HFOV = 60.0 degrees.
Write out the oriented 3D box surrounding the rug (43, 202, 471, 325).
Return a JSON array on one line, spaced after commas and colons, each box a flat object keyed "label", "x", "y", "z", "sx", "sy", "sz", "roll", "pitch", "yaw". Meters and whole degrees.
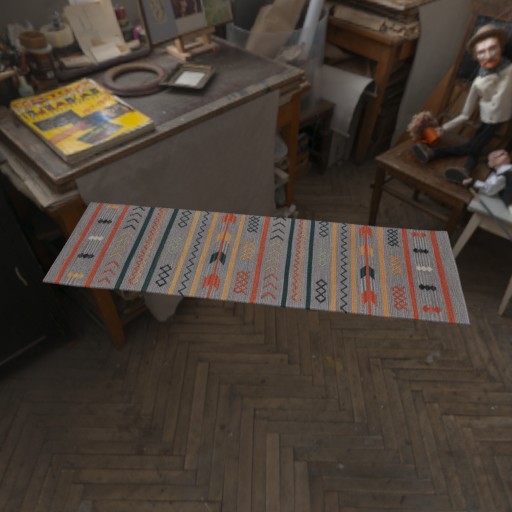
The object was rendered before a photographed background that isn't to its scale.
[{"label": "rug", "x": 0.000, "y": 0.000, "z": 2.730, "sx": 2.419, "sy": 0.022, "sz": 0.744, "roll": 5, "pitch": 46, "yaw": 5}]
